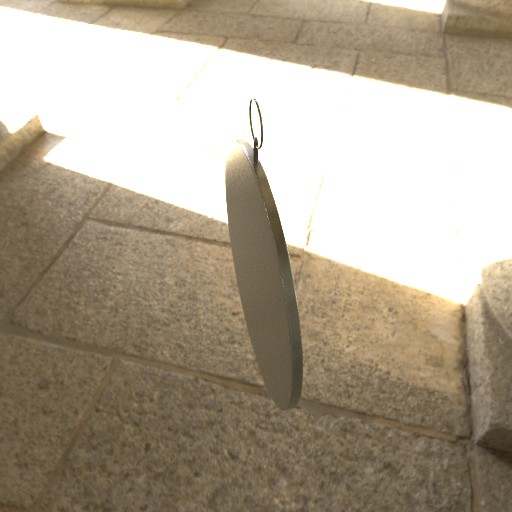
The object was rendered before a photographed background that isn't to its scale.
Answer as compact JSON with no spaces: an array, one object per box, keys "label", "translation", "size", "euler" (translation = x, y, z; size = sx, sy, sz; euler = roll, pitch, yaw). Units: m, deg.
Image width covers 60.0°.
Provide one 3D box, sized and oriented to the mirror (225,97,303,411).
[{"label":"mirror","translation":[0.000,0.000,0.959],"size":[0.020,0.713,0.594],"euler":[-10,47,-10]}]
